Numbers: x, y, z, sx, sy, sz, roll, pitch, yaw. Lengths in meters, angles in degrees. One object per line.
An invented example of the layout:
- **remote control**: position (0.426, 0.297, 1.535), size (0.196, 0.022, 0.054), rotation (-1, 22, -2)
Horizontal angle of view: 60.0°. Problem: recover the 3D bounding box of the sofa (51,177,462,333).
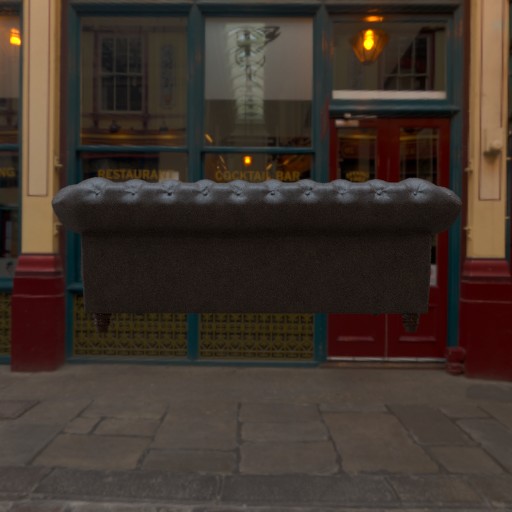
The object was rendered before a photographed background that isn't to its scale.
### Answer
- **sofa**: position (0.000, 0.000, 2.556), size (2.048, 0.779, 0.944), rotation (0, -1, 0)
